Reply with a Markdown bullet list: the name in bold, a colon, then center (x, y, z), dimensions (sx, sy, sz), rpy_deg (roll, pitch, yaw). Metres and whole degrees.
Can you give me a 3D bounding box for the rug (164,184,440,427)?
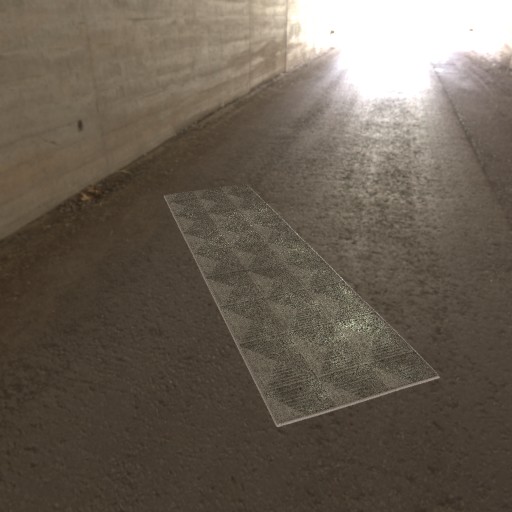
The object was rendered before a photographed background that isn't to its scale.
- **rug**: center (0.000, 0.000, 2.406), dimensions (0.645, 0.015, 2.182), rpy_deg (-10, 30, -17)
